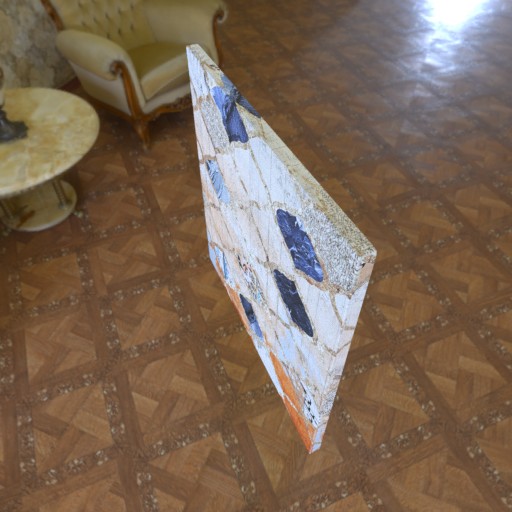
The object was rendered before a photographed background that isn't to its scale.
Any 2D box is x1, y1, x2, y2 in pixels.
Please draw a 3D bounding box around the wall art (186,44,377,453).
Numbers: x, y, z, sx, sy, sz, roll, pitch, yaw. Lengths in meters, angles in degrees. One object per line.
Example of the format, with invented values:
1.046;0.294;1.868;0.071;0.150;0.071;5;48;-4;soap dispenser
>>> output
0.000;0.000;1.339;0.039;0.914;0.912;-18;50;-16;wall art
